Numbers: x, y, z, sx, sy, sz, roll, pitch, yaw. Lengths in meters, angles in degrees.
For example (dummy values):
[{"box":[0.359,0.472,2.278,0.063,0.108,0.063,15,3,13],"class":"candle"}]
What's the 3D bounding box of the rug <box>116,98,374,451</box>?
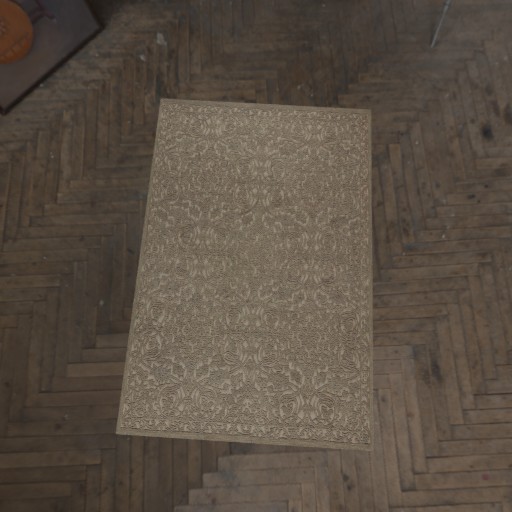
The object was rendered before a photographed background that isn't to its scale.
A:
[{"box":[0.000,0.000,2.332,1.221,0.006,1.827,3,75,1],"class":"rug"}]
